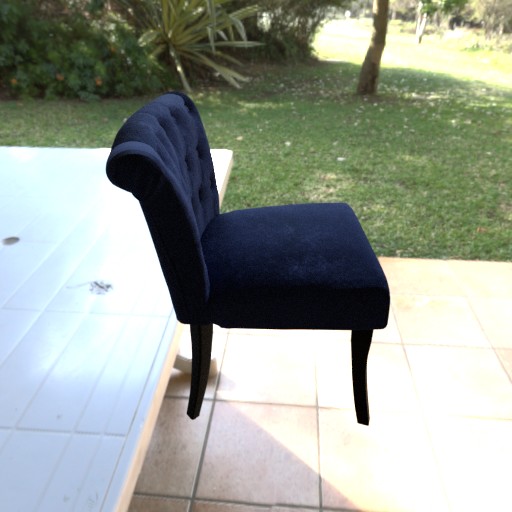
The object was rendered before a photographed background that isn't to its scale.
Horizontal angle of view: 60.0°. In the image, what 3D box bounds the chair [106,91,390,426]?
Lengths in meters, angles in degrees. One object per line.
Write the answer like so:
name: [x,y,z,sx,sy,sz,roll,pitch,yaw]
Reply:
chair: [0.000,0.000,1.187,0.606,0.753,0.585,-1,30,-1]
